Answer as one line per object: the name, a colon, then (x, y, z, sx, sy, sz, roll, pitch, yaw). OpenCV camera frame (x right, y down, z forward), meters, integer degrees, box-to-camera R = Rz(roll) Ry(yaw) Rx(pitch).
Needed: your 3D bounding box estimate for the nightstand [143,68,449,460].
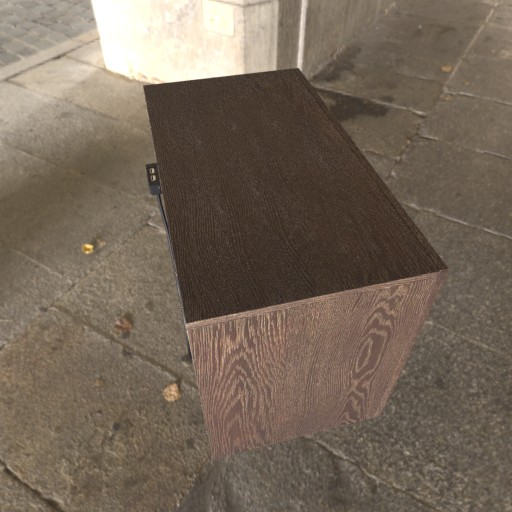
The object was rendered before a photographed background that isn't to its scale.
nightstand: (0.000, 0.000, 1.155, 0.457, 0.612, 0.775, -11, 47, -10)
